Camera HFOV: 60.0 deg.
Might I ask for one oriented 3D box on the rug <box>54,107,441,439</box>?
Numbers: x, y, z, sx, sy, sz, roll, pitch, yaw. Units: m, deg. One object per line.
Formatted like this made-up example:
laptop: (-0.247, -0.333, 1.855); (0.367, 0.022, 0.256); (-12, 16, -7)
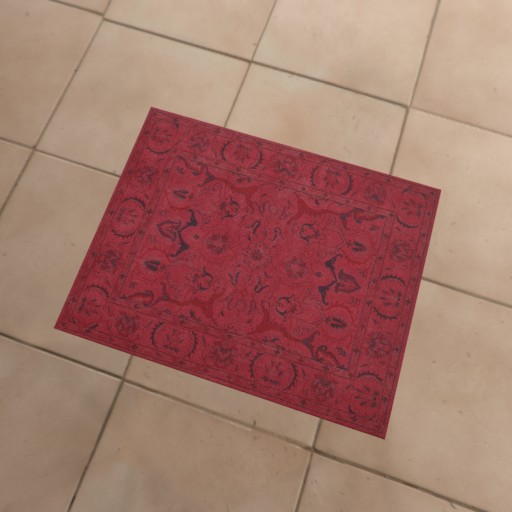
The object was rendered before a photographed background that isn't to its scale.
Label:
rug: (0.000, 0.000, 3.993); (2.929, 0.012, 2.300); (17, 75, 5)
